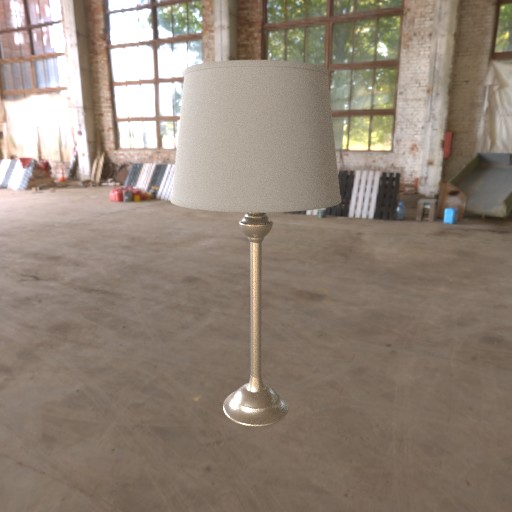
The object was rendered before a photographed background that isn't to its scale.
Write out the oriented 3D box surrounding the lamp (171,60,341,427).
[{"bbox_3d":[0.000,0.000,0.903,0.331,0.698,0.331,0,15,0],"label":"lamp"}]
